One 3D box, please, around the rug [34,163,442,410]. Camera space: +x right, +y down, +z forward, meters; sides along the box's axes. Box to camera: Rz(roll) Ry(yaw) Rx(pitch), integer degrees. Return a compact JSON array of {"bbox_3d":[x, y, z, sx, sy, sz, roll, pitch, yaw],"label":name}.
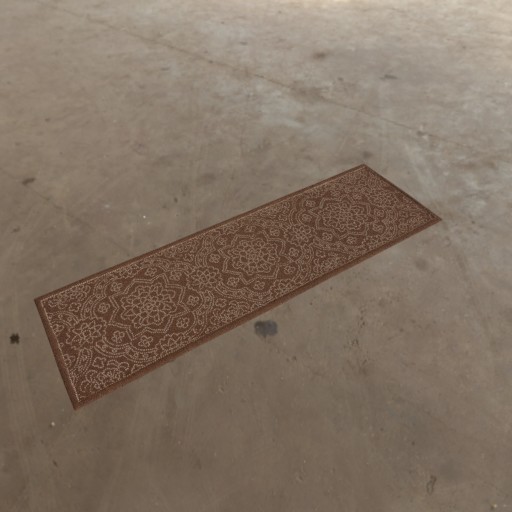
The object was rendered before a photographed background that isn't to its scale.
[{"bbox_3d":[0.000,0.000,2.695,2.448,0.012,0.769,-25,51,-22],"label":"rug"}]
